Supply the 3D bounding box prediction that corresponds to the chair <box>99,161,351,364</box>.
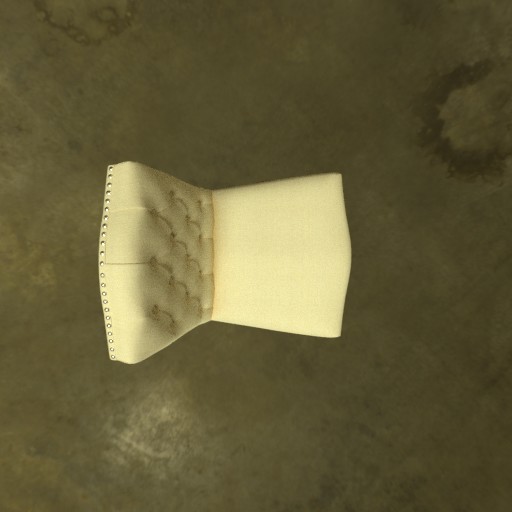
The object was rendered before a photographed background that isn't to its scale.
[{"bbox_3d":[0.000,0.000,1.561,0.715,1.165,0.623,0,92,-1],"label":"chair"}]
